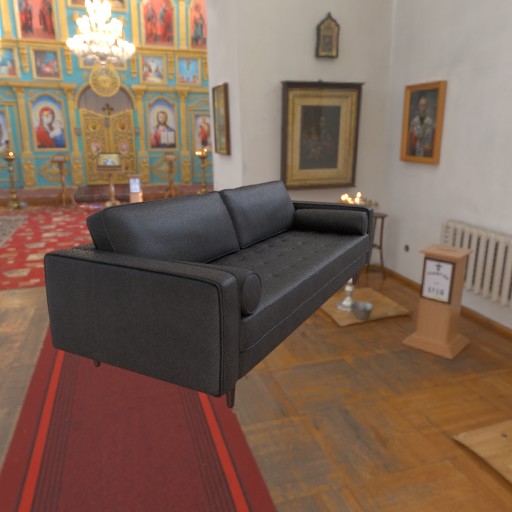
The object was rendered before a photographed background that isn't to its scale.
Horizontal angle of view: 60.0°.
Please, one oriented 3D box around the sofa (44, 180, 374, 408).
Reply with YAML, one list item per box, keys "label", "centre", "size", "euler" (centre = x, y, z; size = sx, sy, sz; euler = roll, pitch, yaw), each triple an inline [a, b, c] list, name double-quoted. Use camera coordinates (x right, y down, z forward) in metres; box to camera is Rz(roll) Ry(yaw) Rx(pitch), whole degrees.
- label: "sofa"
  centre: [0.000, 0.000, 2.625]
  size: [0.914, 0.762, 2.210]
  euler: [7, 16, 27]
